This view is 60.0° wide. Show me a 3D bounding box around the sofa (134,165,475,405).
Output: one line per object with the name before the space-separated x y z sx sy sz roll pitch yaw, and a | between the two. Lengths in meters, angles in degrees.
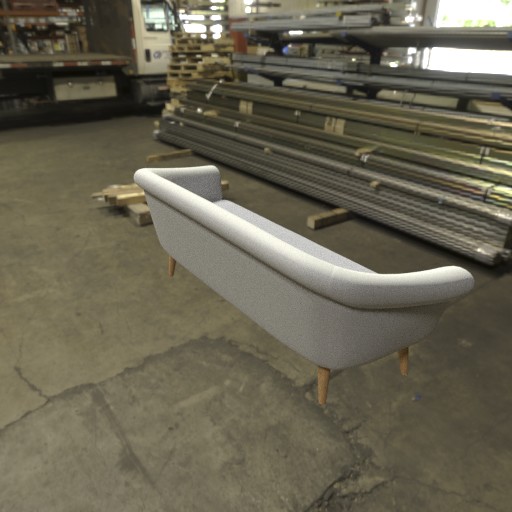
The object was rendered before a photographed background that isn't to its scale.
sofa | 0.000 0.000 2.574 0.827 0.795 2.160 -19 33 -33
